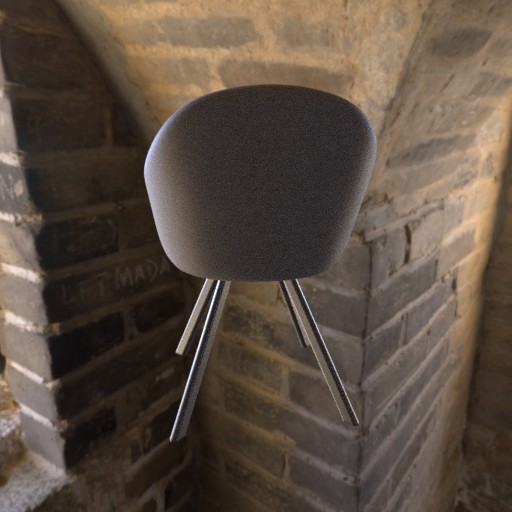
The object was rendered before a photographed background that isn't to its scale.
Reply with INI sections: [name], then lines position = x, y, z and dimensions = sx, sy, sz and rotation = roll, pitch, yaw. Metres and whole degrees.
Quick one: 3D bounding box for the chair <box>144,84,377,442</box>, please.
[chair]
position = 0.000, 0.000, 1.159
dimensions = 0.540, 0.780, 0.570
rotation = -2, 14, -8
